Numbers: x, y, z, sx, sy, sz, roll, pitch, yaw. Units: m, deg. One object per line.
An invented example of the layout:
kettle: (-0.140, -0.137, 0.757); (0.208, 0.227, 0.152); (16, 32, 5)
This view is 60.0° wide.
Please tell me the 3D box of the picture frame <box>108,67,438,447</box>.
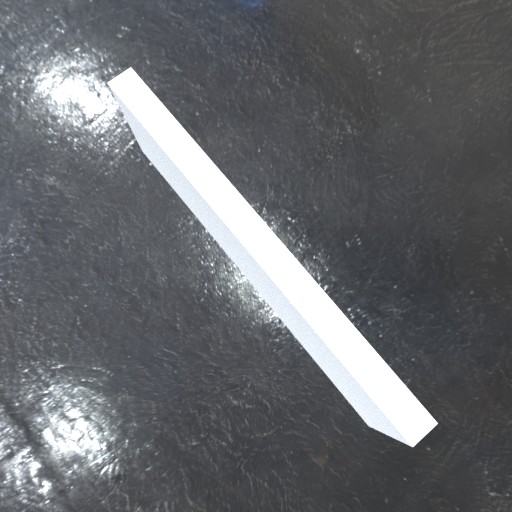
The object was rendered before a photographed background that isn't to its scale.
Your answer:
picture frame: (0.000, 0.000, 0.821); (0.050, 0.250, 0.759); (-38, 78, -9)
